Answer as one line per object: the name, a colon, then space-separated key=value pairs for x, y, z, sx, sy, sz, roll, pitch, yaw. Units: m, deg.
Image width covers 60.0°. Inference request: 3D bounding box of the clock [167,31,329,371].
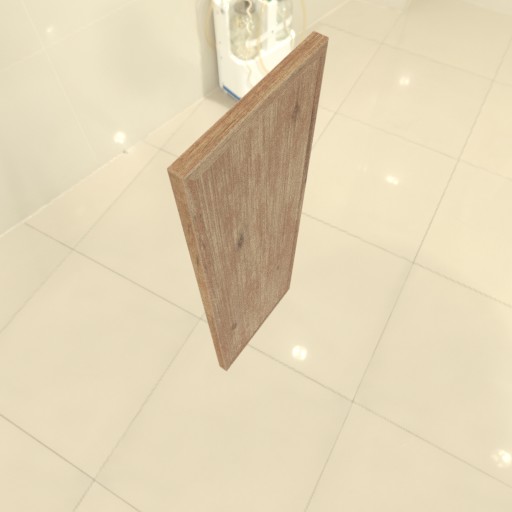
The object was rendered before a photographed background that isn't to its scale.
clock: x=0.000 y=0.000 z=1.072 sx=0.030 sy=0.965 sz=0.361 roll=33 pitch=66 yaw=17
